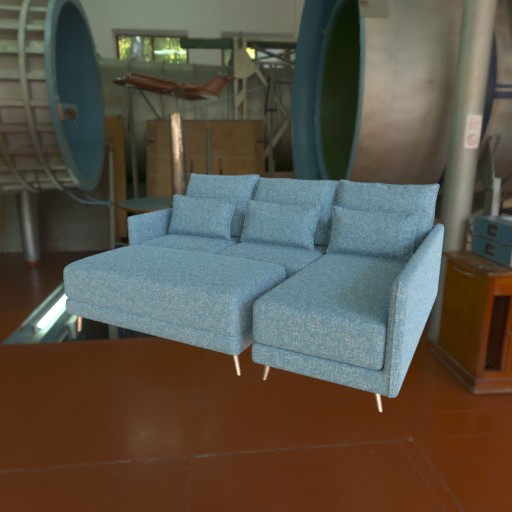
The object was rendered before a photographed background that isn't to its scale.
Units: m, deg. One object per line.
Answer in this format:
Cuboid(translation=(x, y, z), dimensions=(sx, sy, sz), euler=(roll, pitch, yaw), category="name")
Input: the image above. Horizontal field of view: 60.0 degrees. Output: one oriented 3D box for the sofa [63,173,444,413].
Cuboid(translation=(0.000, 0.000, 2.779), dimensions=(2.034, 0.899, 1.420), euler=(8, 16, 27), category="sofa")
